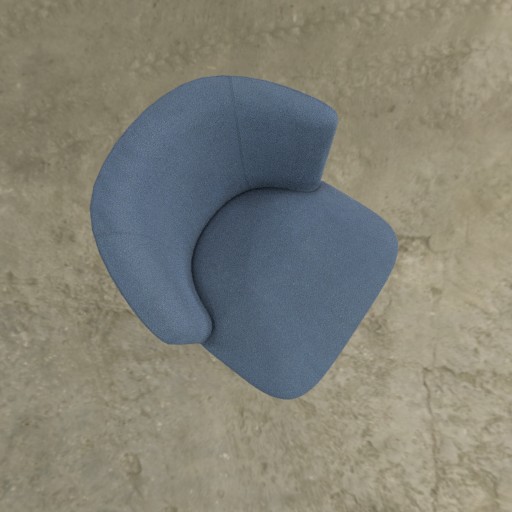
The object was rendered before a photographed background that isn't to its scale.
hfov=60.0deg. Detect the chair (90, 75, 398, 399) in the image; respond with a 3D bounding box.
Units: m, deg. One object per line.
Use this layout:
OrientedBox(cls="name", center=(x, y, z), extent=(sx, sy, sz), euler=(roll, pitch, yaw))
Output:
OrientedBox(cls="chair", center=(0.000, 0.000, 1.301), extent=(0.702, 0.760, 0.661), euler=(35, 78, 8))
